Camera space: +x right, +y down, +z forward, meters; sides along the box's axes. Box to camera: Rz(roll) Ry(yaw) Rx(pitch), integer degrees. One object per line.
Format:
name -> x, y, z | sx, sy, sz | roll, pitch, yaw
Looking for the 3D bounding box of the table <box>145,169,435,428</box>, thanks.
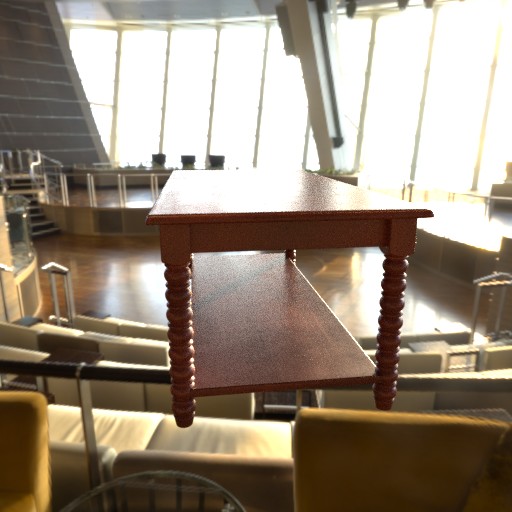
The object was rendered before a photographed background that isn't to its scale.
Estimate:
table -> 0.000, 0.000, 1.478 | 0.580, 0.485, 1.171 | -2, 15, -8
